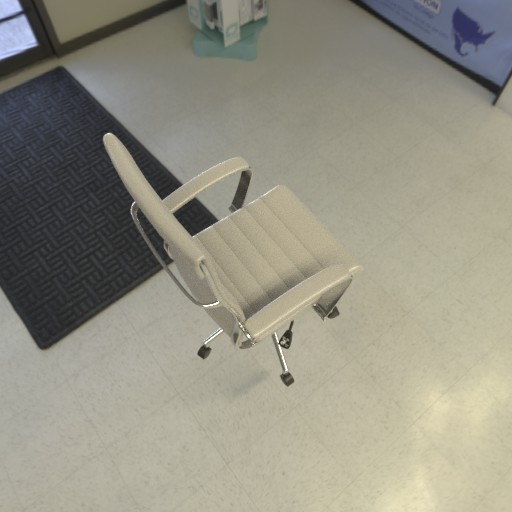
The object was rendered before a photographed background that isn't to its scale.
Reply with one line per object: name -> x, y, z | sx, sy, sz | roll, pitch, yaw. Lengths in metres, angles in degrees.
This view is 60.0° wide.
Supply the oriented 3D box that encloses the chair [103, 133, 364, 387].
chair -> 0.000, 0.000, 1.578 | 0.667, 1.149, 0.679 | -31, 64, -17
